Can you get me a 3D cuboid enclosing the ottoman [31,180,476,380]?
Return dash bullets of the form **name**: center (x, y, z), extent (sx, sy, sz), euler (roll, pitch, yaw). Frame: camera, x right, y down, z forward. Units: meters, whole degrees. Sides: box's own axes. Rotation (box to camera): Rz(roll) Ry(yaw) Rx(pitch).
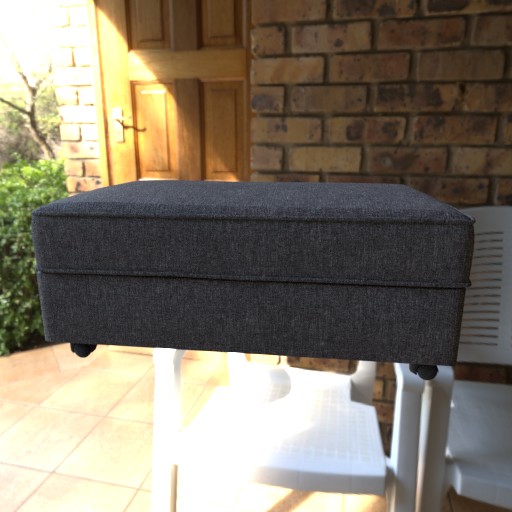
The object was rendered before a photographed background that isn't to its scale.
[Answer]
- **ottoman**: center (0.000, 0.000, 1.506), extent (1.184, 0.487, 0.717), euler (2, 15, 7)
